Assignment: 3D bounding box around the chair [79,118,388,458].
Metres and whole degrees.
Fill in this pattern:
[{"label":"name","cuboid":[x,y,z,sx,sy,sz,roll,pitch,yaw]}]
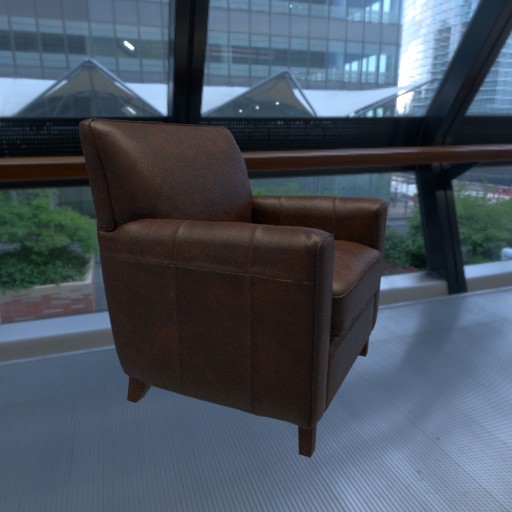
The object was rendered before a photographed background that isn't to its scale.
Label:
[{"label":"chair","cuboid":[0.000,0.000,1.617,0.823,0.943,0.870,7,16,25]}]
